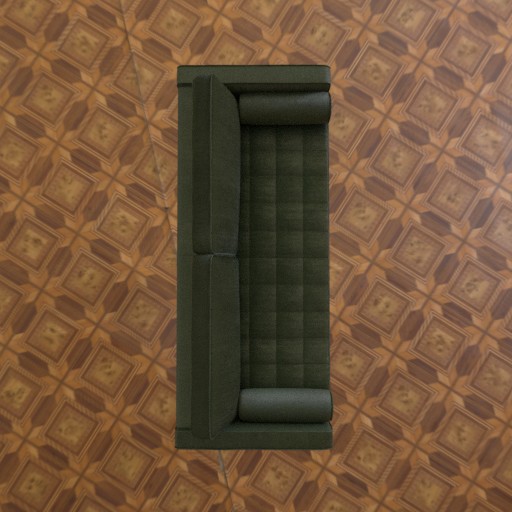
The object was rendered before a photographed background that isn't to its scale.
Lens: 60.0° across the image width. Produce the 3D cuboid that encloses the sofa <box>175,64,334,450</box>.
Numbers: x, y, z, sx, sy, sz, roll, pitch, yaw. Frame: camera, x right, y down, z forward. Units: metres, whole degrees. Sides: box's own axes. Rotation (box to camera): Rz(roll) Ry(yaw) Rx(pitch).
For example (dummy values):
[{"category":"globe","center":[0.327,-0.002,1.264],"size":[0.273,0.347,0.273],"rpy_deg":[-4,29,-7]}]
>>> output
[{"category":"sofa","center":[0.000,0.000,2.699],"size":[0.918,0.769,2.199],"rpy_deg":[0,88,0]}]
